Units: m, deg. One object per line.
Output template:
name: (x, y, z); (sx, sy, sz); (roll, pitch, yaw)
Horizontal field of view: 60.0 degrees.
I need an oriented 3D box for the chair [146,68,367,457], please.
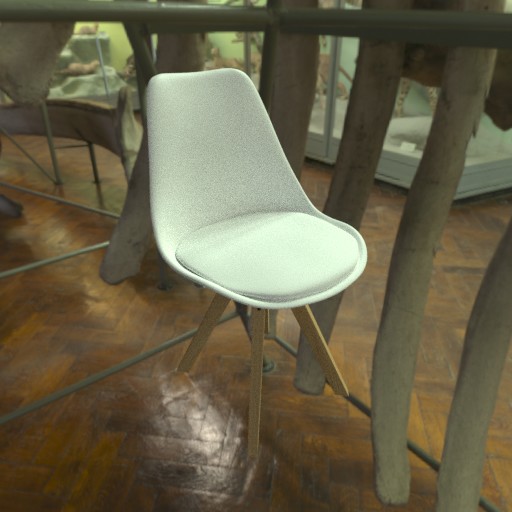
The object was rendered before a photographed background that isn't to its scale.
chair: (0.000, 0.000, 1.154); (0.485, 0.849, 0.550); (-20, 35, -32)
